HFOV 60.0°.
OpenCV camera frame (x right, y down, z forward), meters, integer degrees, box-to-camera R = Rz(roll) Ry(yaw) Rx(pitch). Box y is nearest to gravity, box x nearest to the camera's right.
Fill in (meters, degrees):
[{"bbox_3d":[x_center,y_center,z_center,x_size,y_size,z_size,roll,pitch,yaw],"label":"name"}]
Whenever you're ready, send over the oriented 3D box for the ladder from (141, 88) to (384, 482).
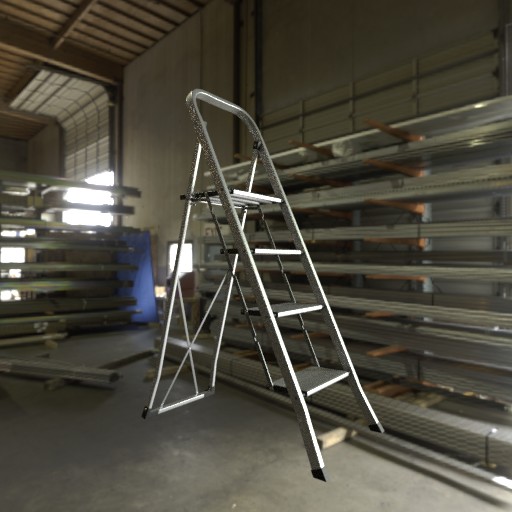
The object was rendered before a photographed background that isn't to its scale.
[{"bbox_3d":[0.000,0.000,1.692,0.830,1.290,0.465,0,-1,36],"label":"ladder"}]
